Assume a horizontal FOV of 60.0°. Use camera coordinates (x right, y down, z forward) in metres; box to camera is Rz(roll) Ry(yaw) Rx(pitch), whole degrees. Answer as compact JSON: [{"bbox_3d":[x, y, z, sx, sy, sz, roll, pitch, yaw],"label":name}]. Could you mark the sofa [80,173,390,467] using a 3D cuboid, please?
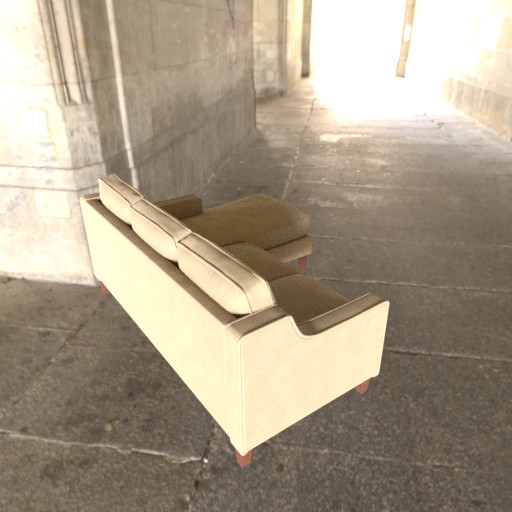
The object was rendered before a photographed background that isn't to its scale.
[{"bbox_3d":[0.000,0.000,3.364,1.858,1.066,2.317,-18,32,-32],"label":"sofa"}]
